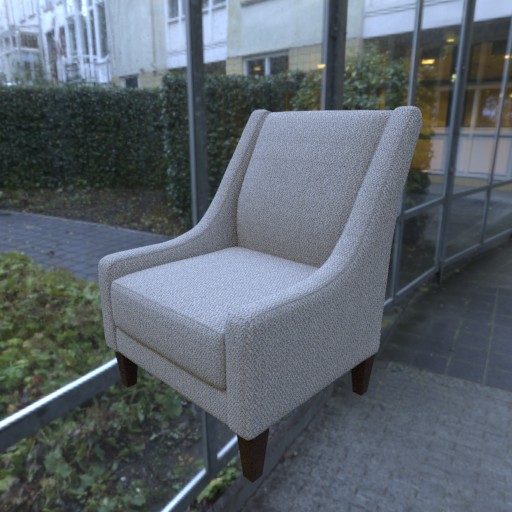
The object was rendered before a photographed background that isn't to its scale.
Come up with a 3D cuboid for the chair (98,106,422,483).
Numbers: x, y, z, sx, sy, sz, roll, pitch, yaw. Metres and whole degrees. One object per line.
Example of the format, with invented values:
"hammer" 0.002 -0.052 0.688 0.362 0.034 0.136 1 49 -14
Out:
"chair" 0.000 0.000 1.581 0.774 1.014 0.870 16 23 42
